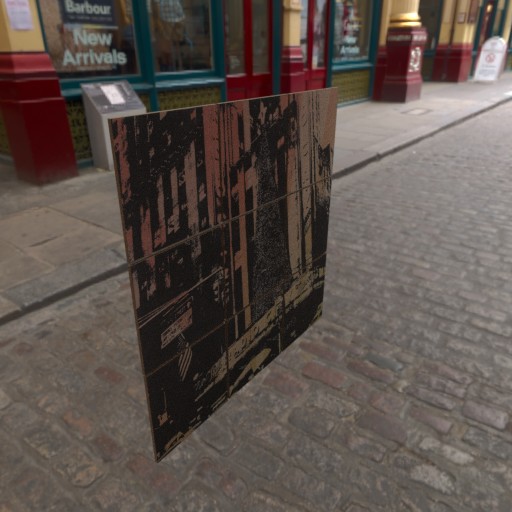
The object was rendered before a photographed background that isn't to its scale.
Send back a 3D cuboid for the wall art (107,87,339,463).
[{"bbox_3d":[0.000,0.000,2.259,0.017,1.521,1.527,18,30,33],"label":"wall art"}]
